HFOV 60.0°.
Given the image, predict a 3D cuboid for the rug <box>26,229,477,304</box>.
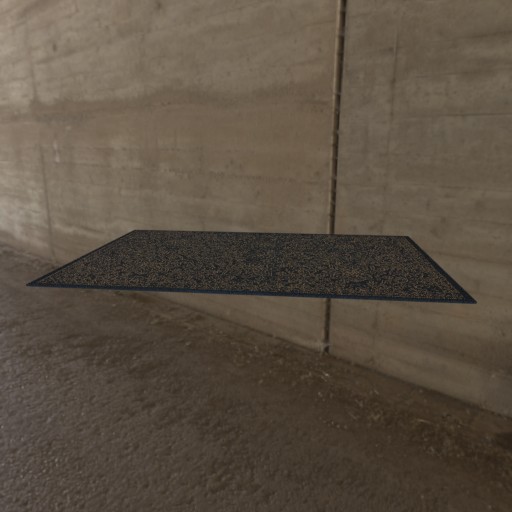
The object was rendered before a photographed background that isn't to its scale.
[{"bbox_3d":[0.000,0.000,2.359,1.829,0.010,1.219,2,15,6],"label":"rug"}]
